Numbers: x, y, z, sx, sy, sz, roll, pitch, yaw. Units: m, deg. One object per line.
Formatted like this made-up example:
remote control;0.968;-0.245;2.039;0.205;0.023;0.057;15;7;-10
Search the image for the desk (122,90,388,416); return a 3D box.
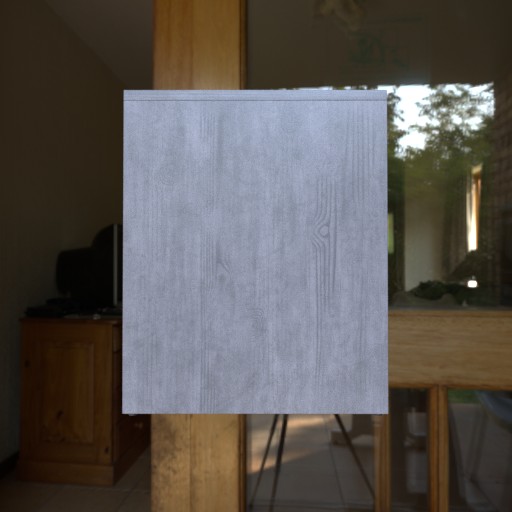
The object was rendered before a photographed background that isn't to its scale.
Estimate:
desk;0.000;0.000;1.604;0.600;0.740;1.200;0;-1;0
